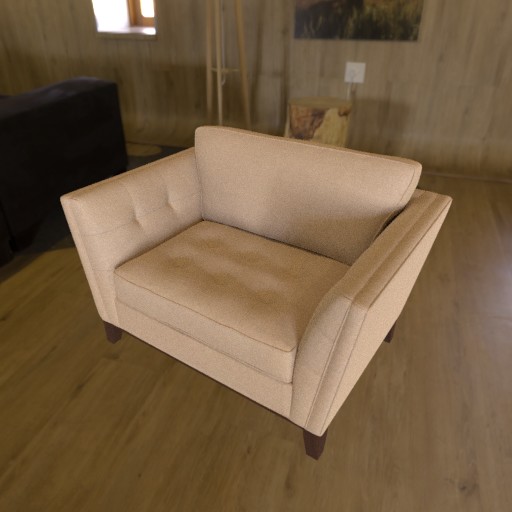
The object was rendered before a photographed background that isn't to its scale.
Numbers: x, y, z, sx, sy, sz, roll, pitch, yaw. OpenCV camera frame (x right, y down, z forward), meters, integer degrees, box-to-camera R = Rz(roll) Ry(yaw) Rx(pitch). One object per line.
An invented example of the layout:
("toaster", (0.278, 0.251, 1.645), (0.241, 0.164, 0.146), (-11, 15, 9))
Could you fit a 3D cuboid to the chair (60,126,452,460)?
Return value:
("chair", (0.000, 0.000, 2.046), (1.397, 0.940, 0.965), (19, 36, 29))
